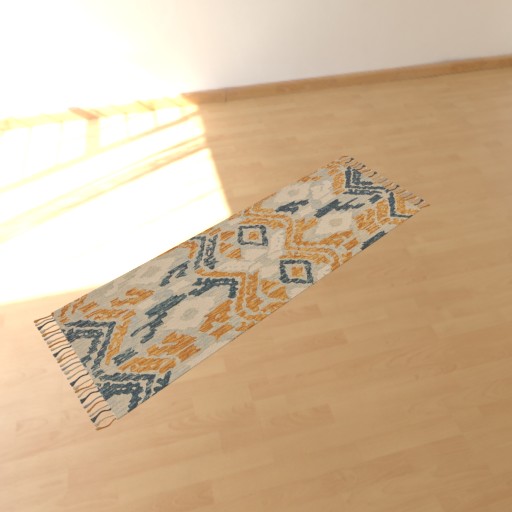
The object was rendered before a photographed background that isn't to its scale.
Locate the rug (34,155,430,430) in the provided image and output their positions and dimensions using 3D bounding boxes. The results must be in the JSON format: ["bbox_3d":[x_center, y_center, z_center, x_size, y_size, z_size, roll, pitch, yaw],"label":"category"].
[{"bbox_3d":[0.000,0.000,2.679,2.437,0.010,0.783,-31,54,-26],"label":"rug"}]
